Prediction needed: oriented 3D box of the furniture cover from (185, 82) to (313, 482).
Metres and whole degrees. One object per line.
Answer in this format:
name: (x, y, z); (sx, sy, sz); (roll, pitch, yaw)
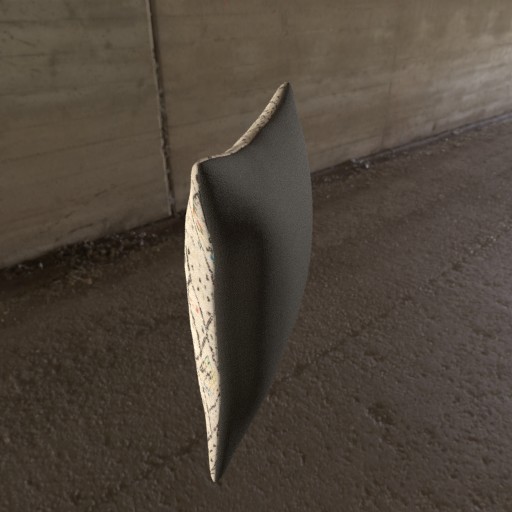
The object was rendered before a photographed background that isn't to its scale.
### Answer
furniture cover: (0.000, 0.000, 0.764); (0.180, 0.498, 0.525); (7, 31, 11)
